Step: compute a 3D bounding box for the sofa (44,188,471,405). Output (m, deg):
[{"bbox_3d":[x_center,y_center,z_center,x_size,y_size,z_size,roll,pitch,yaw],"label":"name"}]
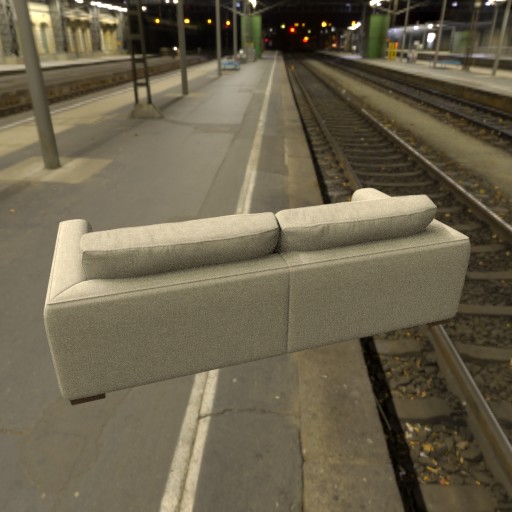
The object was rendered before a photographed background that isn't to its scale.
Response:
[{"bbox_3d":[0.000,0.000,2.686,2.262,0.801,1.070,-8,27,-17],"label":"sofa"}]
